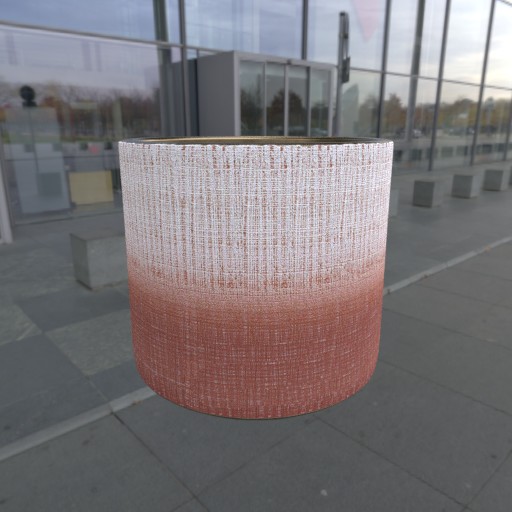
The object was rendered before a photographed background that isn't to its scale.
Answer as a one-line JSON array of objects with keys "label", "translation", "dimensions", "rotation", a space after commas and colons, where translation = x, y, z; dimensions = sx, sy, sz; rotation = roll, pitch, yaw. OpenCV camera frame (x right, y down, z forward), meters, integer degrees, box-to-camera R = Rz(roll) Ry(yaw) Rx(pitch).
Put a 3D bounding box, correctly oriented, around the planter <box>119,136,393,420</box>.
[{"label": "planter", "translation": [0.000, 0.000, 0.391], "dimensions": [0.221, 0.201, 0.221], "rotation": [0, 16, 0]}]
